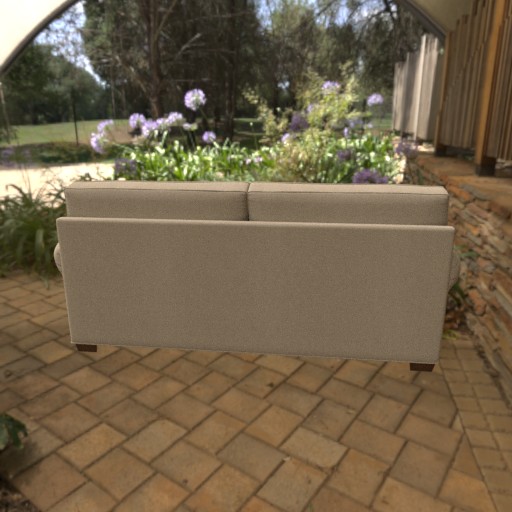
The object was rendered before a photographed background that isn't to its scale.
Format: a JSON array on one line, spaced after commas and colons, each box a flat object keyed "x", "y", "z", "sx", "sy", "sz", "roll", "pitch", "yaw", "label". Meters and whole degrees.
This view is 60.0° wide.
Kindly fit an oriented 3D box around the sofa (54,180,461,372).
[{"x": 0.000, "y": 0.000, "z": 2.687, "sx": 2.146, "sy": 0.962, "sz": 0.901, "roll": 2, "pitch": 16, "yaw": 6, "label": "sofa"}]
